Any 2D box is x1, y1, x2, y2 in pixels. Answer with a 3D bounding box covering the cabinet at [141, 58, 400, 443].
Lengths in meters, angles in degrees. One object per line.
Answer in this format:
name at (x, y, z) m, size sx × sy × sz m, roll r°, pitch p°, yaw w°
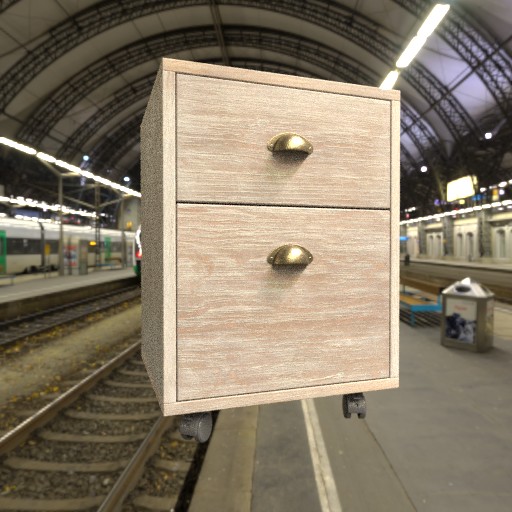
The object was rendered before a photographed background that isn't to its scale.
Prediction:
cabinet at (0.000, 0.000, 0.877) m, size 0.409 × 0.579 × 0.401 m, roll 0°, pitch 1°, yaw -19°
